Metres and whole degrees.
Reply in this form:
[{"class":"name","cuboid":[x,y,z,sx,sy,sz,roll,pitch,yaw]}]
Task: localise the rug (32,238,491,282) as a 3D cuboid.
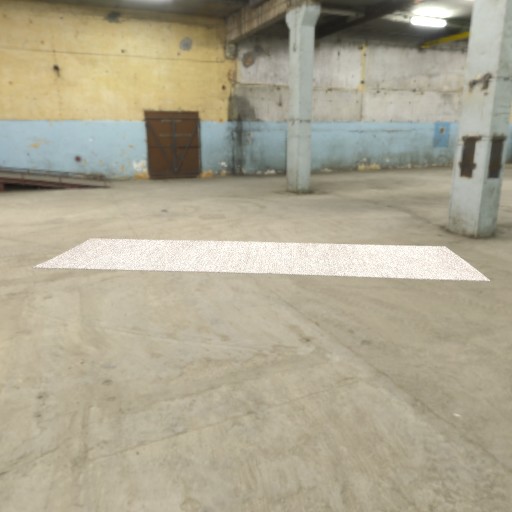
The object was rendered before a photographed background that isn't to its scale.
[{"class":"rug","cuboid":[0.000,0.000,2.575,2.346,0.013,0.712,1,15,6]}]
